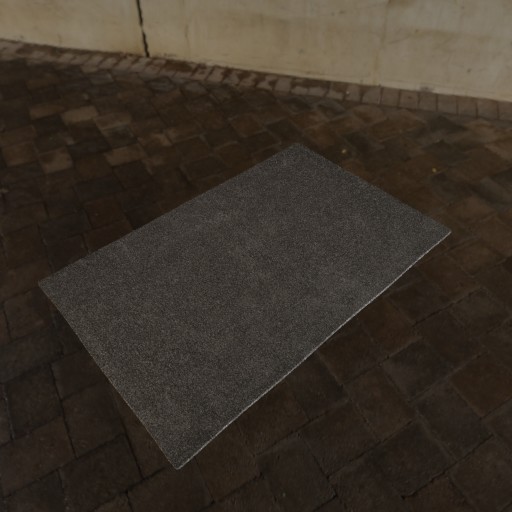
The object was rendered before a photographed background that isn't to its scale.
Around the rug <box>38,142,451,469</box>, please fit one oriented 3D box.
[{"bbox_3d":[0.000,0.000,2.946,2.350,0.025,1.502,-34,55,-27],"label":"rug"}]
